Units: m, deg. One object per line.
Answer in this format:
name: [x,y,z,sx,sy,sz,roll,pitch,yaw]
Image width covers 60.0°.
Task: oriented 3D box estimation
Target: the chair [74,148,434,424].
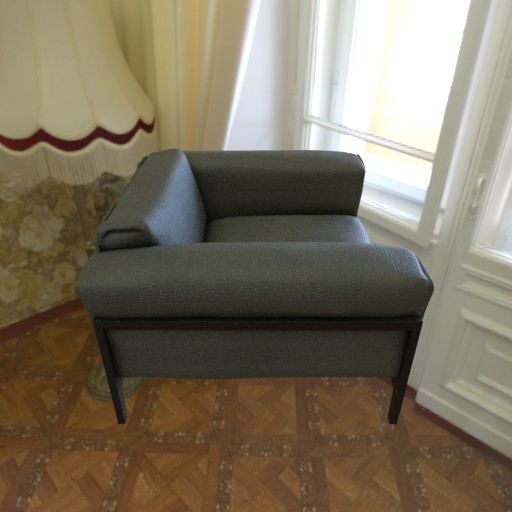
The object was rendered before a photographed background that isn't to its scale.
chair: [0.000,0.000,1.706,0.969,0.646,1.056,0,32,0]
